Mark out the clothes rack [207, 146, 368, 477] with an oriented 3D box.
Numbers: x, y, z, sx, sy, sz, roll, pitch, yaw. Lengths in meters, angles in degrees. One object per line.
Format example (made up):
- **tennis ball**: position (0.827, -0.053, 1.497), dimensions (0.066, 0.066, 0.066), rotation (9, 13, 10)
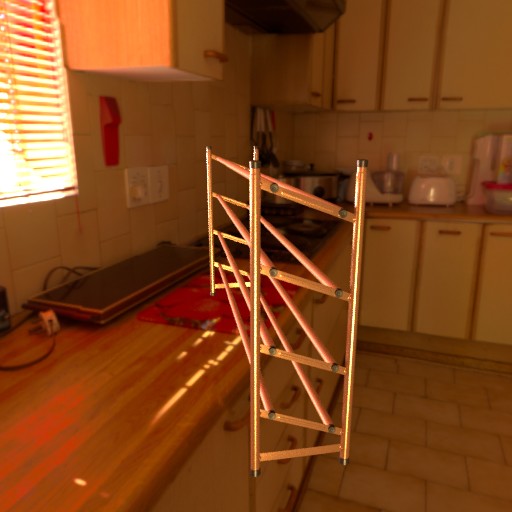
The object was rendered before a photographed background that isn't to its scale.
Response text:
- **clothes rack**: position (0.000, 0.000, 1.446), dimensions (0.229, 0.672, 1.168), rotation (-3, 15, -10)
